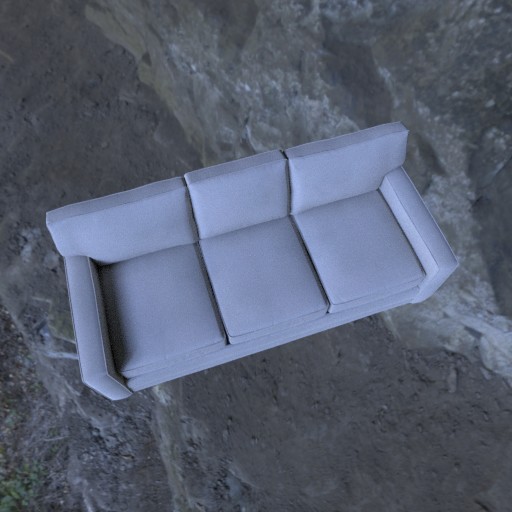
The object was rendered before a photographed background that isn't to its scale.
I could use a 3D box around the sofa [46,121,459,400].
[{"bbox_3d":[0.000,0.000,2.609,2.088,0.862,0.935,-16,64,-8],"label":"sofa"}]
